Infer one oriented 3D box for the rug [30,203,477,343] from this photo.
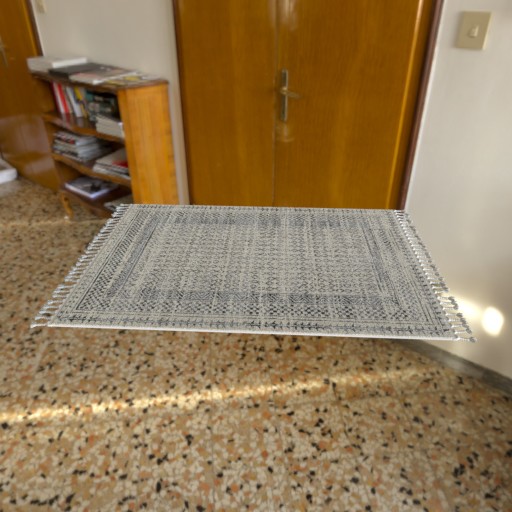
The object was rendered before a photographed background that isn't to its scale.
[{"bbox_3d":[0.000,0.000,2.342,1.872,0.013,1.243,2,31,3],"label":"rug"}]
